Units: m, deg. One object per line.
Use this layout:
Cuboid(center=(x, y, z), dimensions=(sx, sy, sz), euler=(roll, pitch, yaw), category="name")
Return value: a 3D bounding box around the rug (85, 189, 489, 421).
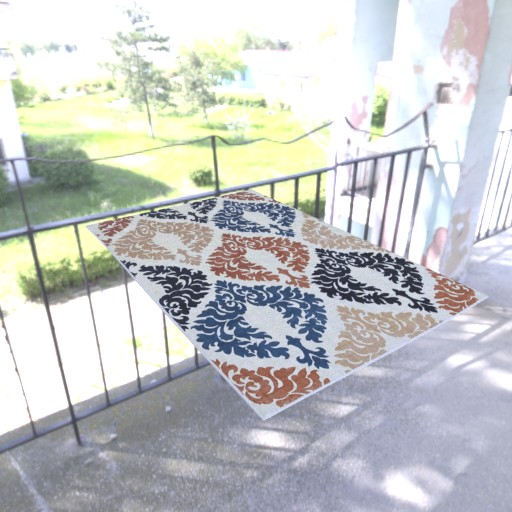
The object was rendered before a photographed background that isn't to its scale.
Cuboid(center=(0.000, 0.000, 2.849), dimensions=(1.514, 0.014, 2.275), euler=(-17, 31, -31), category="rug")
